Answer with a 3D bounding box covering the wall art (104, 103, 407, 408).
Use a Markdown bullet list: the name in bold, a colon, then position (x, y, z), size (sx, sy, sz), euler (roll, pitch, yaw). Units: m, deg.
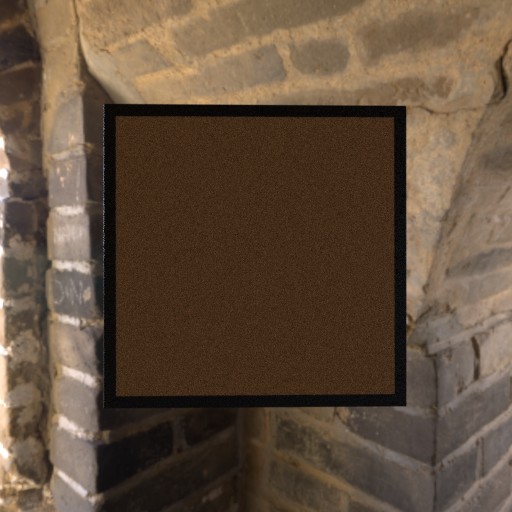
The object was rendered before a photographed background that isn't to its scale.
- **wall art**: position (0.000, 0.000, 1.138), size (0.765, 0.765, 0.038), euler (0, 0, -1)
